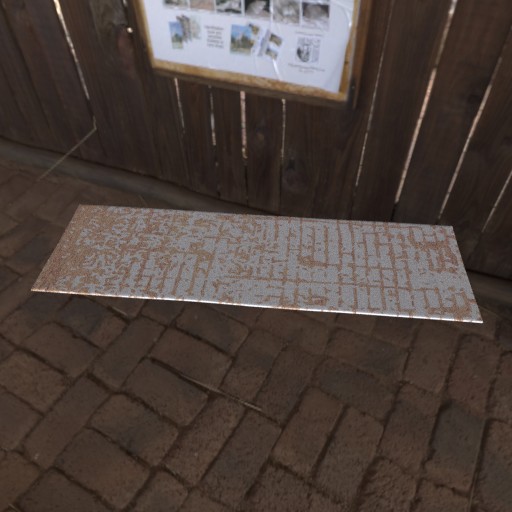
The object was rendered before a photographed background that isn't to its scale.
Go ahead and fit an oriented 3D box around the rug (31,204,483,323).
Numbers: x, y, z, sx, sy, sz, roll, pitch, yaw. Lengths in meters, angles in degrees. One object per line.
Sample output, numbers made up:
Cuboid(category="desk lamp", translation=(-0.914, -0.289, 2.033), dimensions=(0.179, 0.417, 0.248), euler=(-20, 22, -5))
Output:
Cuboid(category="rug", translation=(0.000, 0.000, 2.637), dimensions=(2.435, 0.011, 0.750), euler=(4, 46, 4))
